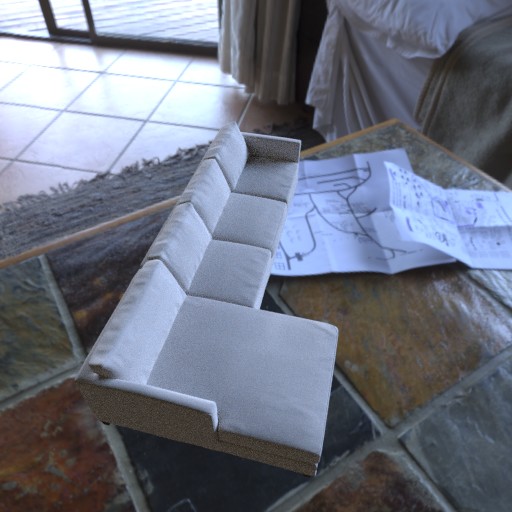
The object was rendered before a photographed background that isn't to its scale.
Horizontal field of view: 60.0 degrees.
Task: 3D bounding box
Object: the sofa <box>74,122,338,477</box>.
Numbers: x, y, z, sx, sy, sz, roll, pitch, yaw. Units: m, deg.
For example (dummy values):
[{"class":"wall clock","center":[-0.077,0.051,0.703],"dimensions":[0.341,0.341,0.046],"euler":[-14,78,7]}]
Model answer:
[{"class":"sofa","center":[0.000,0.000,3.915],"dimensions":[1.625,0.861,3.186],"euler":[10,47,10]}]
